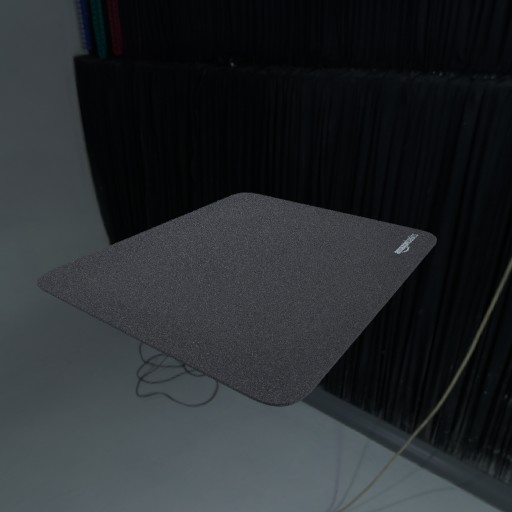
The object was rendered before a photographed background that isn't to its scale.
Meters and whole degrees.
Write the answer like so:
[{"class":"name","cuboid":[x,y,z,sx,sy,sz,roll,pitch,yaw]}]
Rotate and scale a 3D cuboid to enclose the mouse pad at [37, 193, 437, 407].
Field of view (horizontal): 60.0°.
[{"class":"mouse pad","cuboid":[0.000,0.000,0.432,0.269,0.002,0.315,17,31,31]}]
